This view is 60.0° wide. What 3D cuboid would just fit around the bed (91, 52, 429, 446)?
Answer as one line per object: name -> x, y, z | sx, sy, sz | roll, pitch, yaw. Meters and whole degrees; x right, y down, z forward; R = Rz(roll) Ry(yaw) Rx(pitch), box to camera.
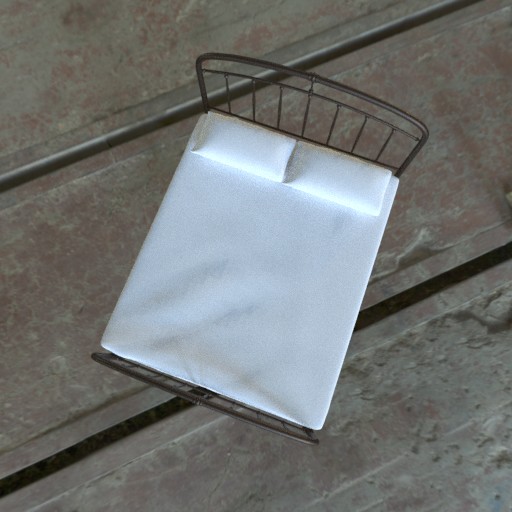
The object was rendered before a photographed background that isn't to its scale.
bed -> 0.000, 0.000, 3.228 | 1.711, 1.425, 2.180 | 20, 77, 5
